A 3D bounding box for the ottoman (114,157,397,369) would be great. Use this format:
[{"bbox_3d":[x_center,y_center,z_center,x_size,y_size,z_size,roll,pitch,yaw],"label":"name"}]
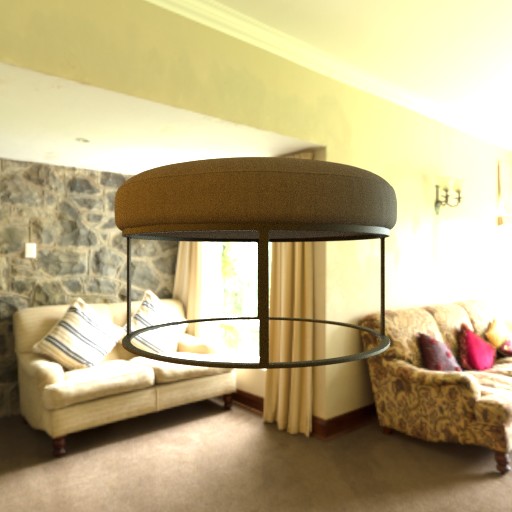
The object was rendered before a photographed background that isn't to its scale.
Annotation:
[{"bbox_3d":[0.000,0.000,1.262,0.772,0.460,0.772,0,0,0],"label":"ottoman"}]
